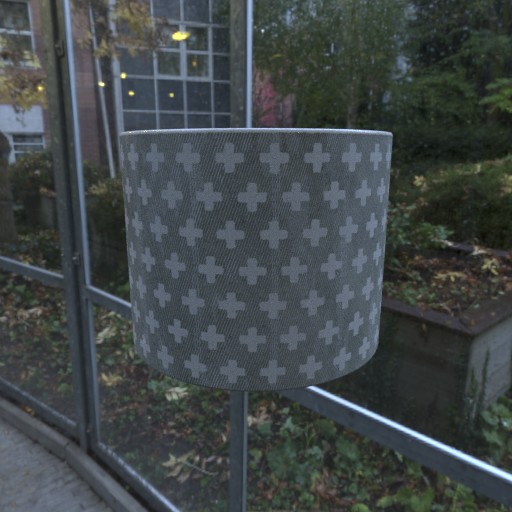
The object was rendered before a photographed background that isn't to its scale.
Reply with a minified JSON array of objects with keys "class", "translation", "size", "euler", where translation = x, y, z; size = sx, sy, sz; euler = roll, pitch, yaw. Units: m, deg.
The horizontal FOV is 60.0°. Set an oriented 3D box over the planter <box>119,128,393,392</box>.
[{"class":"planter","translation":[0.000,0.000,0.451],"size":[0.250,0.239,0.250],"euler":[0,13,0]}]
